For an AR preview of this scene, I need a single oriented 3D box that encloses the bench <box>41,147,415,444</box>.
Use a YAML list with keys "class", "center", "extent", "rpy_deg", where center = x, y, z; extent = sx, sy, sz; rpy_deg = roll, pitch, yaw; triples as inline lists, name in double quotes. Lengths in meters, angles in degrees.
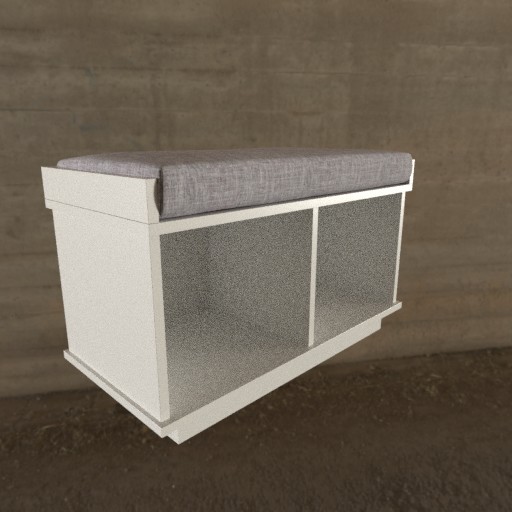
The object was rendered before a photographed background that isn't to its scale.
- class: "bench"
  center: [0.000, 0.000, 0.978]
  extent: [0.362, 0.461, 0.734]
  rpy_deg: [14, 21, 43]
